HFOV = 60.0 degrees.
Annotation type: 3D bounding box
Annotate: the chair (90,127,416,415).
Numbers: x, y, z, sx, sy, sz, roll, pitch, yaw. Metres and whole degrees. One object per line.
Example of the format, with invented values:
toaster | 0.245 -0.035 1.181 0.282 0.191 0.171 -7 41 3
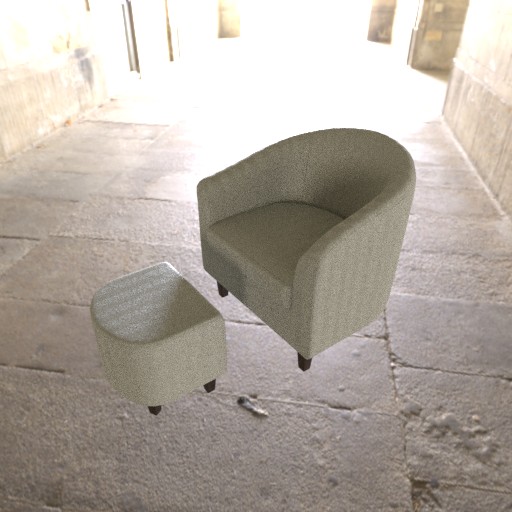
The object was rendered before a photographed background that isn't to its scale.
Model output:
chair | 0.000 0.000 1.727 1.288 0.757 0.756 -21 38 -30
